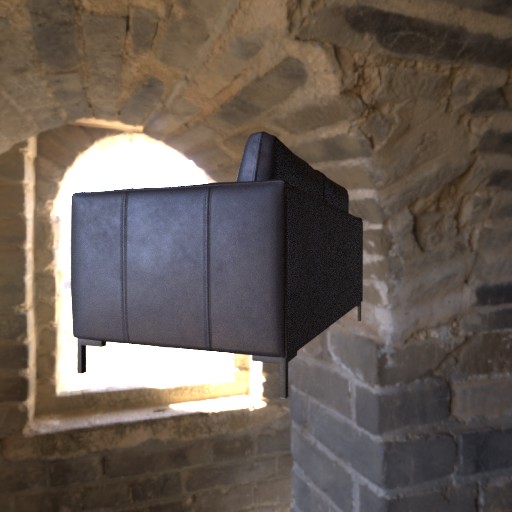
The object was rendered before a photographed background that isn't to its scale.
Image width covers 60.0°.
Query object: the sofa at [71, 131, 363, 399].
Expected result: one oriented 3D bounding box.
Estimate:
[{"bbox_3d":[0.000,0.000,2.338,0.947,0.883,1.805,0,1,19],"label":"sofa"}]
